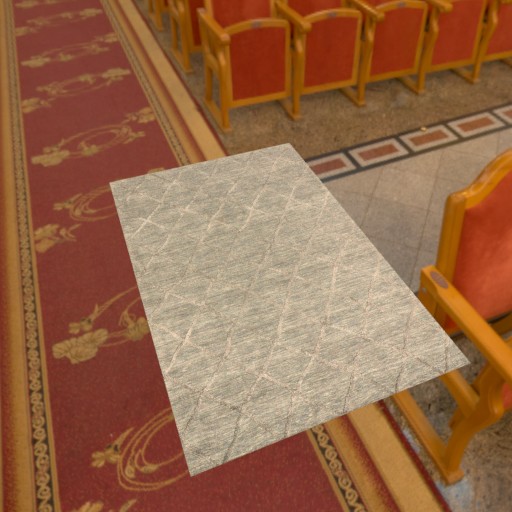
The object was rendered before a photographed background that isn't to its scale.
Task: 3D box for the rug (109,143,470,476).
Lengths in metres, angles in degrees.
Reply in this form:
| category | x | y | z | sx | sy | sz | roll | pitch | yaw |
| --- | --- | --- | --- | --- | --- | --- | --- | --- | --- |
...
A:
| category | x | y | z | sx | sy | sz | roll | pitch | yaw |
| --- | --- | --- | --- | --- | --- | --- | --- | --- | --- |
| rug | 0.000 | 0.000 | 2.873 | 1.521 | 0.006 | 2.283 | -16 | 48 | -15 |
